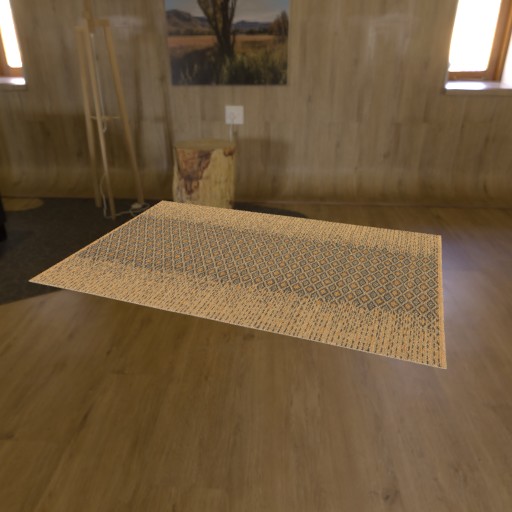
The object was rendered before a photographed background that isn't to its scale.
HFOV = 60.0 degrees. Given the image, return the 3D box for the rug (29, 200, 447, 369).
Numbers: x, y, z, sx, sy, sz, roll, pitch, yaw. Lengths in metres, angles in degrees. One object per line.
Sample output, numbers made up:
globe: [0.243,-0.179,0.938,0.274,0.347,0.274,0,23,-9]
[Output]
rug: [0.000,0.000,2.315,1.828,0.005,1.219,9,27,18]
